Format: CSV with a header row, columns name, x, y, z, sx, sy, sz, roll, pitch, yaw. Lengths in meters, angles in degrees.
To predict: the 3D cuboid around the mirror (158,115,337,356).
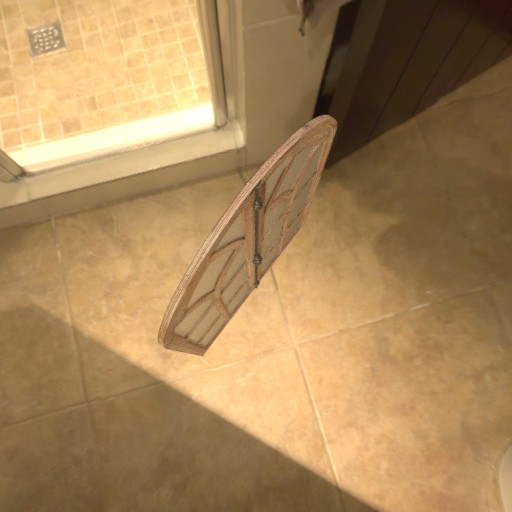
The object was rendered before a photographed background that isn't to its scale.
name,x,y,z,sx,sy,sz,roll,pitch,yaw
mirror,0.000,0.000,1.147,0.032,0.915,0.609,36,79,8
